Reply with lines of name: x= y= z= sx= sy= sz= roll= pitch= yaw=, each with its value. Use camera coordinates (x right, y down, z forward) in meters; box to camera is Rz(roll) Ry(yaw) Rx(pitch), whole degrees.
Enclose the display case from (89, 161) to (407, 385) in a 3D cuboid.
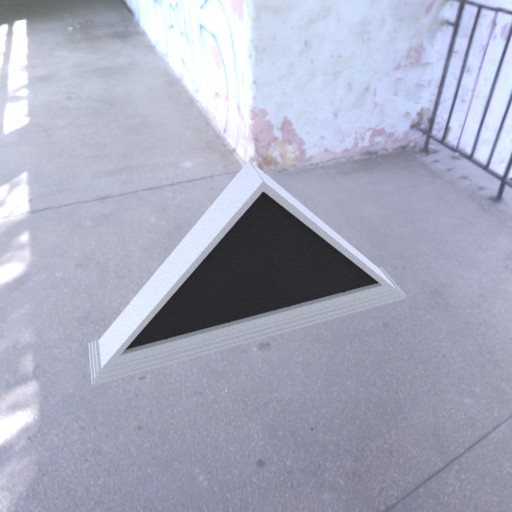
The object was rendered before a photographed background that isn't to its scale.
display case: x=0.000 y=0.000 z=0.780 sx=0.640 sy=0.340 sz=0.095 roll=-13 pitch=42 yaw=-15
